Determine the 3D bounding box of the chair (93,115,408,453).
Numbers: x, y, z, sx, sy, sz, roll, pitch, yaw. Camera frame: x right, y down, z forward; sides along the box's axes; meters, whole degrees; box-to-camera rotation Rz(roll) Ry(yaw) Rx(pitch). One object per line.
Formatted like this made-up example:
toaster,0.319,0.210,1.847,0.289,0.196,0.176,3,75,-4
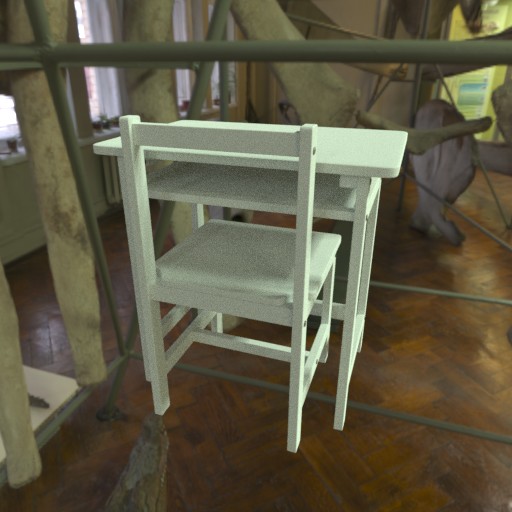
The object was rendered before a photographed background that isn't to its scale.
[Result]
chair,0.000,0.000,1.051,0.599,0.673,0.461,8,26,18
